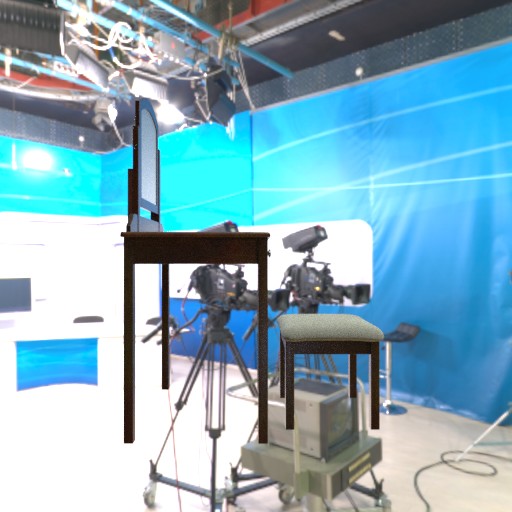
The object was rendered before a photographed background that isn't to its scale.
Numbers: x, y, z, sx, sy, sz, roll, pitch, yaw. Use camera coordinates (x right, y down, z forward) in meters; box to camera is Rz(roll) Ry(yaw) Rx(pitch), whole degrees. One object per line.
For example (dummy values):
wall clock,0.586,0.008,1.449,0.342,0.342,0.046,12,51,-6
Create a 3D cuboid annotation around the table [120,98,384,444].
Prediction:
table,0.000,0.000,2.335,1.211,1.631,0.876,0,0,0
